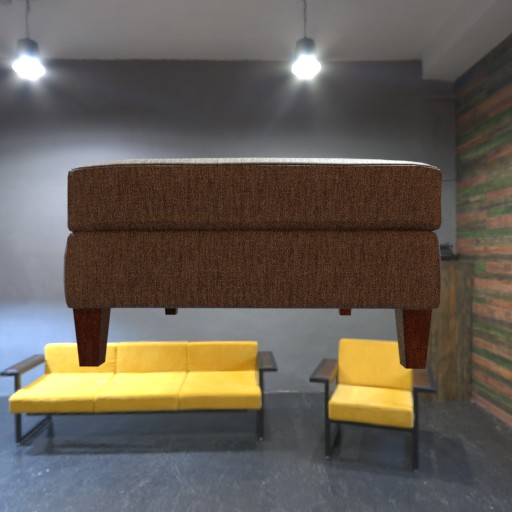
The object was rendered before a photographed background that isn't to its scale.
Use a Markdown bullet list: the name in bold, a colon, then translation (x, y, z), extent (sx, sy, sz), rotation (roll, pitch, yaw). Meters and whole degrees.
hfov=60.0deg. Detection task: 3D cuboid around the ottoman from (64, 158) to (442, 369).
- **ottoman**: translation (0.000, 0.000, 1.432), extent (0.839, 0.492, 0.994), rotation (0, 0, 1)
